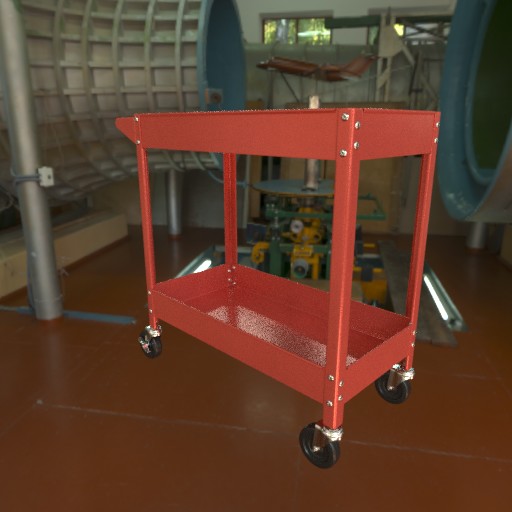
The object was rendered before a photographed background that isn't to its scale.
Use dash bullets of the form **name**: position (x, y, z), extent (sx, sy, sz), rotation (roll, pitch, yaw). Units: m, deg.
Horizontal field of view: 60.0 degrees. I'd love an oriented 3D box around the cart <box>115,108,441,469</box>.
- **cart**: position (0.000, 0.000, 1.171), extent (0.779, 0.719, 0.366), rotation (16, 23, 42)
